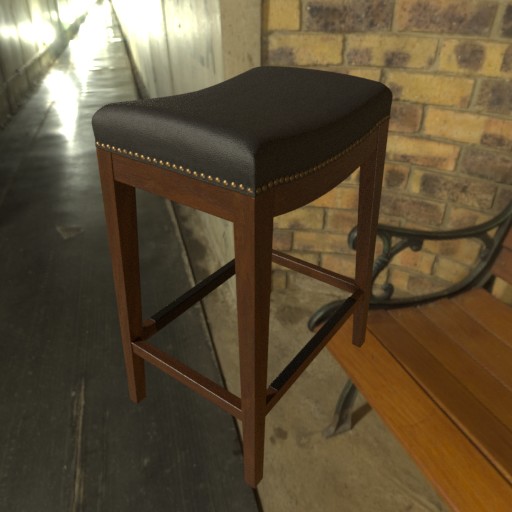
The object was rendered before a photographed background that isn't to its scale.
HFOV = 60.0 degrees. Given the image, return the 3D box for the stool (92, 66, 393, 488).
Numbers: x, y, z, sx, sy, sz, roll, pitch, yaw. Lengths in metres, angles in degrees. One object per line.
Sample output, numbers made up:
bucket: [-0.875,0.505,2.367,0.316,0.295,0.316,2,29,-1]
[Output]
stool: [0.000,0.000,0.913,0.353,0.664,0.490,22,38,30]
